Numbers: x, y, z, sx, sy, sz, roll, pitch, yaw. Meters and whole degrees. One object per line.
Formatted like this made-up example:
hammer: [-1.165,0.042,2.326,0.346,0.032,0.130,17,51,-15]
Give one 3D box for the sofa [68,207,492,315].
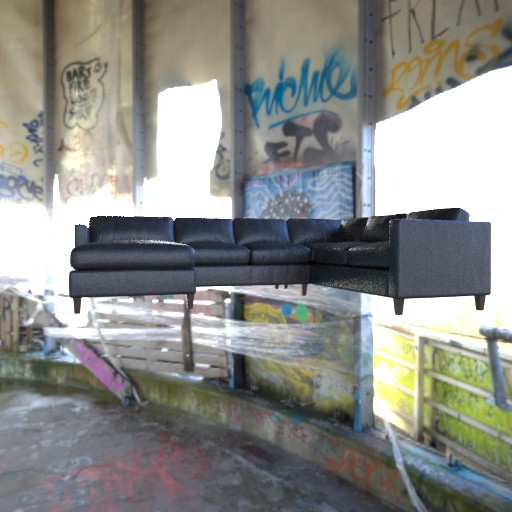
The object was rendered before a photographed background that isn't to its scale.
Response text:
sofa: [0.000,0.000,4.309,3.324,0.891,2.452,0,1,-19]
